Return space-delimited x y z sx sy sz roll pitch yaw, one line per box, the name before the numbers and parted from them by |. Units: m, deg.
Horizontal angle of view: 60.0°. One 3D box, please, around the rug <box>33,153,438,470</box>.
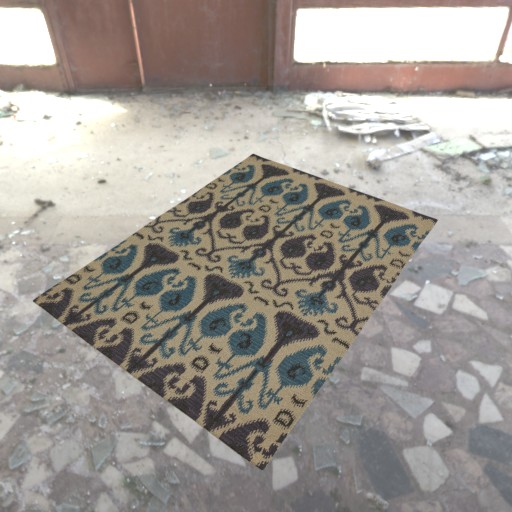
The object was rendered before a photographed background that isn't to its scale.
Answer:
rug | 0.000 0.000 4.257 2.443 0.024 3.228 26 47 26
